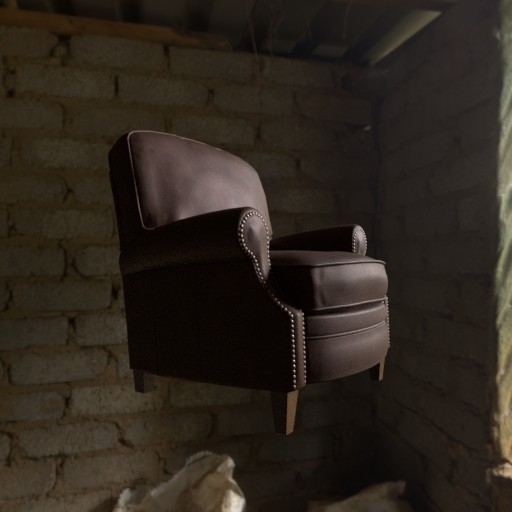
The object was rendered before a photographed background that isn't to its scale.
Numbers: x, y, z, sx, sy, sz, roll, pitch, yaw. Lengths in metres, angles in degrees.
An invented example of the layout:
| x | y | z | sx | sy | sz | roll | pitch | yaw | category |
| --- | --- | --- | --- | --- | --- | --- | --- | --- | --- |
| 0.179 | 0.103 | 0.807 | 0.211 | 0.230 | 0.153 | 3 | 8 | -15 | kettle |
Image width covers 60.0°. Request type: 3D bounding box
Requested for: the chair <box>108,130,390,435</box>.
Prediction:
| x | y | z | sx | sy | sz | roll | pitch | yaw | category |
| --- | --- | --- | --- | --- | --- | --- | --- | --- | --- |
| 0.000 | 0.000 | 1.767 | 0.986 | 1.018 | 0.936 | -1 | -1 | 36 | chair |
